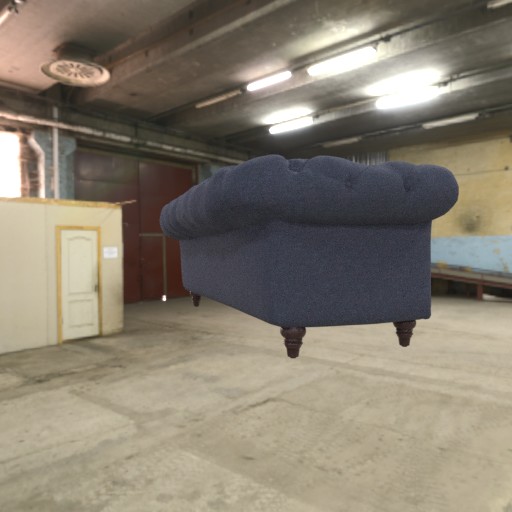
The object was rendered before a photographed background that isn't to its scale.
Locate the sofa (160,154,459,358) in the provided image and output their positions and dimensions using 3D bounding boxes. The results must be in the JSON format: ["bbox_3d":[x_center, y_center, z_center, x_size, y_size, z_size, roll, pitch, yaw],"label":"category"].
[{"bbox_3d":[0.000,0.000,2.796,1.046,0.836,2.335,0,0,-20],"label":"sofa"}]
